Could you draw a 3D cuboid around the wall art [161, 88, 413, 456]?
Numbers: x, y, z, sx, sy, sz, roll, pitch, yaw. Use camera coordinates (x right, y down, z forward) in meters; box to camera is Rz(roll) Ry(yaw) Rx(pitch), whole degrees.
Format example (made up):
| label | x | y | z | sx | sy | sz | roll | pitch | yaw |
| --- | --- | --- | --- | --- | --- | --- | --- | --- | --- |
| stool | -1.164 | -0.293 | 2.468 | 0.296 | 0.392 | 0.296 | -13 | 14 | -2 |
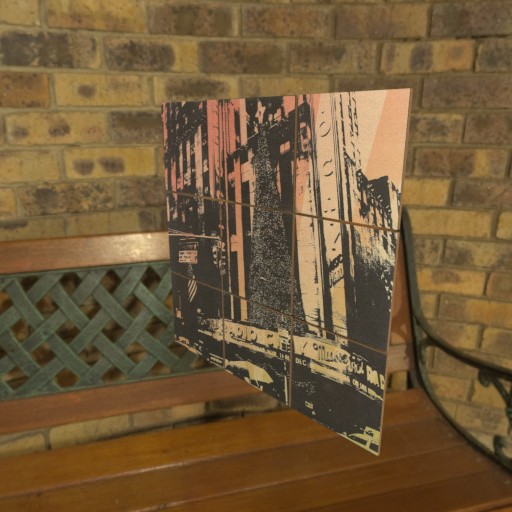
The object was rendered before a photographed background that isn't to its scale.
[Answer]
| label | x | y | z | sx | sy | sz | roll | pitch | yaw |
| --- | --- | --- | --- | --- | --- | --- | --- | --- | --- |
| wall art | 0.000 | 0.000 | 1.360 | 0.919 | 0.917 | 0.010 | 16 | 23 | 43 |
